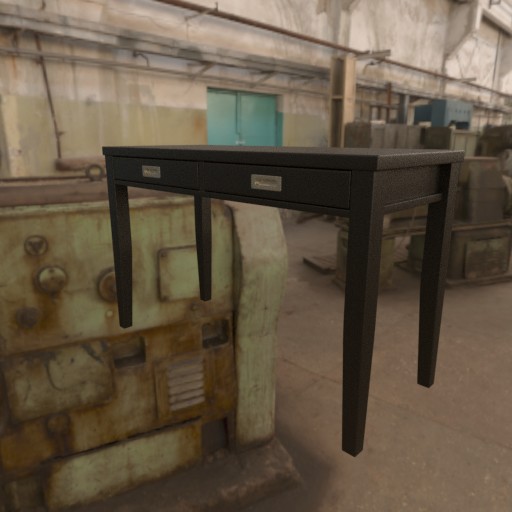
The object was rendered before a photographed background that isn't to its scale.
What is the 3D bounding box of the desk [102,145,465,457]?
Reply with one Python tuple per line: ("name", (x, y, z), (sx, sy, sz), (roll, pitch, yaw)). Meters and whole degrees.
("desk", (0.000, 0.000, 1.635), (1.220, 0.775, 0.508), (14, 21, 42))
